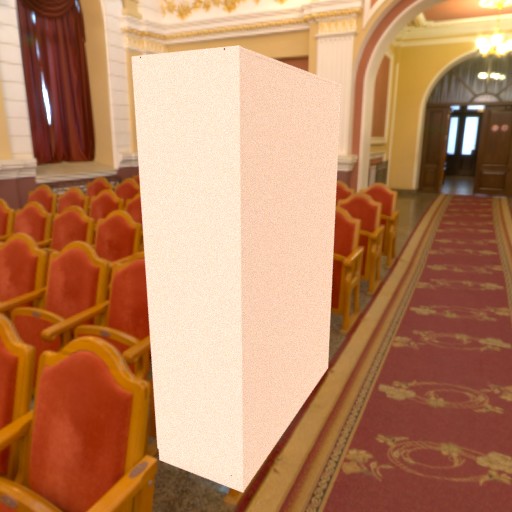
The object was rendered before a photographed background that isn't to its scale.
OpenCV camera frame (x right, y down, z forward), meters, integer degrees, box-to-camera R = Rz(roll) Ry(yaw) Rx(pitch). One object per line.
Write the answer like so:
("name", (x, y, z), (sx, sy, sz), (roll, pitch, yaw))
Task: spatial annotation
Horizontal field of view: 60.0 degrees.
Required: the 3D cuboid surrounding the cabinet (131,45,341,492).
("cabinet", (0.000, 0.000, 2.483), (0.510, 1.910, 1.290), (7, 17, 26))
